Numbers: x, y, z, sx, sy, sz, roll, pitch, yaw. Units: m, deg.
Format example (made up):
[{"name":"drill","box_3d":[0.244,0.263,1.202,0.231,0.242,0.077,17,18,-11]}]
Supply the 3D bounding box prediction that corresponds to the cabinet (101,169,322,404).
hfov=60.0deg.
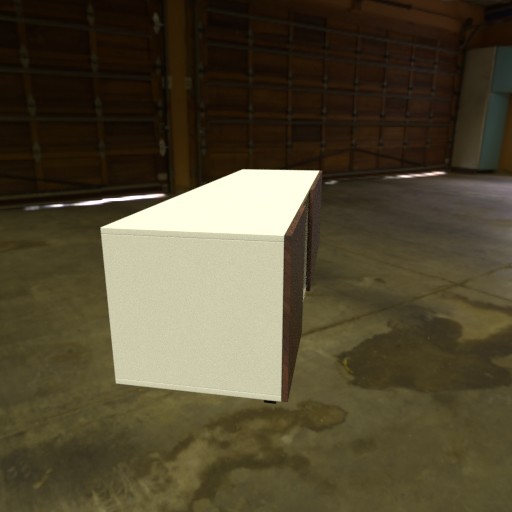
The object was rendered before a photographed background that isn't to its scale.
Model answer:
[{"name":"cabinet","box_3d":[0.000,0.000,1.738,0.431,0.533,1.499,3,16,10]}]
